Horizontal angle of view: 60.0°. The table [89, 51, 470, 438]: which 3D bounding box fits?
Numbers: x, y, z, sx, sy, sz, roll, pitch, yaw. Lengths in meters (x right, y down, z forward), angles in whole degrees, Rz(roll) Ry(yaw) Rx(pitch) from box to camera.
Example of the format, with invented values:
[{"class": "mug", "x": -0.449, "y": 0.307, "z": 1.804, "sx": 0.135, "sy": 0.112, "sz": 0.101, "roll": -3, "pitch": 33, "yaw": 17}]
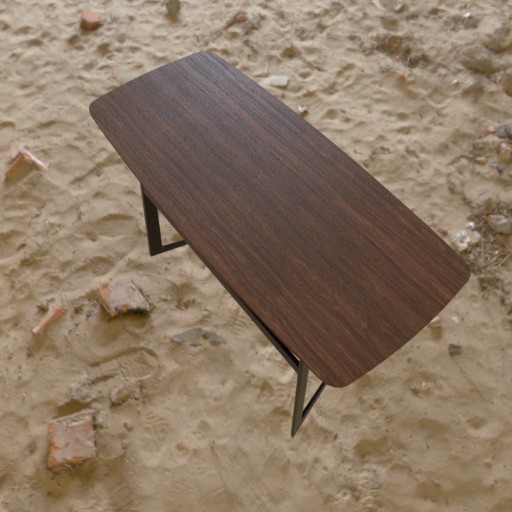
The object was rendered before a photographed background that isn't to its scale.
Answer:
[{"class": "table", "x": 0.000, "y": 0.000, "z": 1.095, "sx": 0.361, "sy": 0.576, "sz": 0.804, "roll": -34, "pitch": 64, "yaw": -19}]
